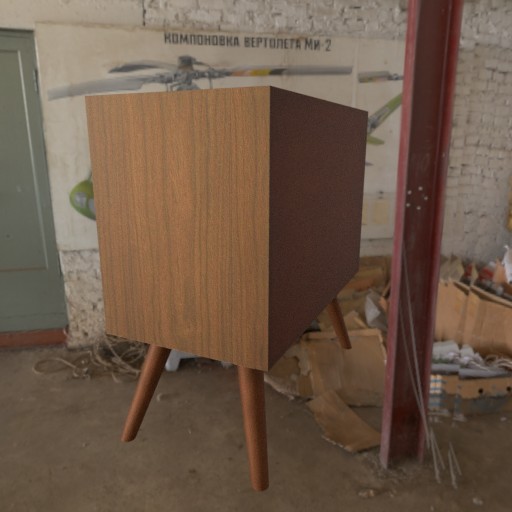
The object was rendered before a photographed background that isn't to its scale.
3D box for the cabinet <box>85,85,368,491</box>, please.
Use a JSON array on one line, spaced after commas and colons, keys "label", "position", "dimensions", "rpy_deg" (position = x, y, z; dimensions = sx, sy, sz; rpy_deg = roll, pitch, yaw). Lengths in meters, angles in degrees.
[{"label": "cabinet", "position": [0.000, 0.000, 1.161], "dimensions": [0.388, 0.748, 0.712], "rpy_deg": [7, 16, 25]}]
